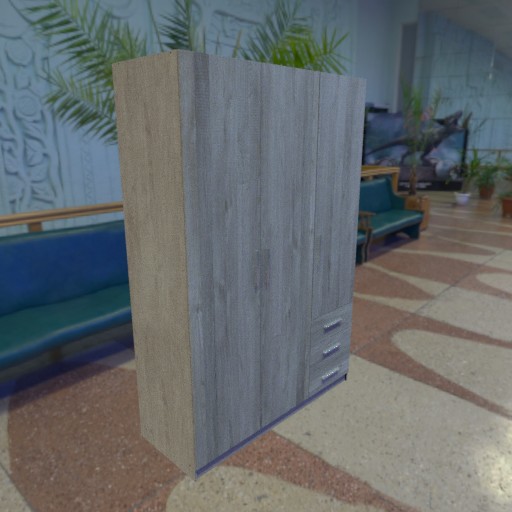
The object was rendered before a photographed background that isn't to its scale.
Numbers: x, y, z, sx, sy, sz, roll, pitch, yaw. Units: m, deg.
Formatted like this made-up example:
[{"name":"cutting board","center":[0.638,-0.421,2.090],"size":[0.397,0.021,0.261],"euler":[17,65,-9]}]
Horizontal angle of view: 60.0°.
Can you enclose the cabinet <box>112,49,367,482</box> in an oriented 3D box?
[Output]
[{"name":"cabinet","center":[0.000,0.000,2.473],"size":[0.510,1.910,1.290],"euler":[15,21,43]}]
